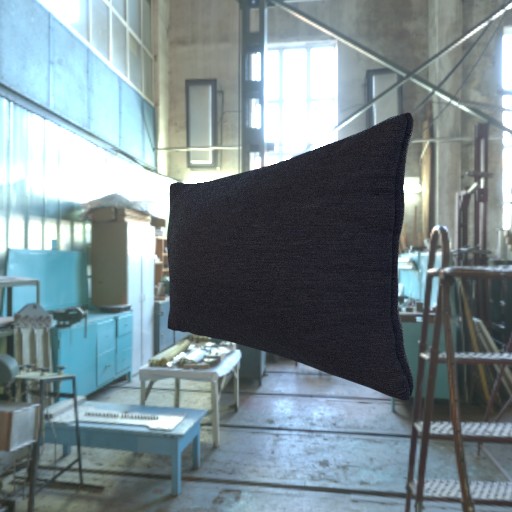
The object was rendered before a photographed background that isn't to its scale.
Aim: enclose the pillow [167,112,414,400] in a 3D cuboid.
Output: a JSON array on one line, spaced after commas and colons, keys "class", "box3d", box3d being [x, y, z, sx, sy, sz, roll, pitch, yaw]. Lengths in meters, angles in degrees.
[{"class": "pillow", "box3d": [0.000, 0.000, 0.773, 0.210, 0.338, 0.633, 0, 0, -36]}]
